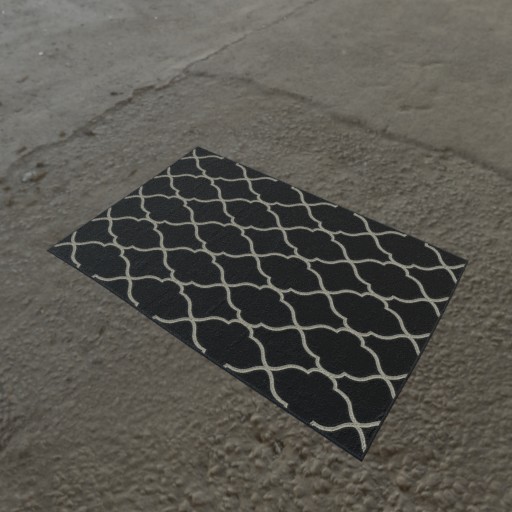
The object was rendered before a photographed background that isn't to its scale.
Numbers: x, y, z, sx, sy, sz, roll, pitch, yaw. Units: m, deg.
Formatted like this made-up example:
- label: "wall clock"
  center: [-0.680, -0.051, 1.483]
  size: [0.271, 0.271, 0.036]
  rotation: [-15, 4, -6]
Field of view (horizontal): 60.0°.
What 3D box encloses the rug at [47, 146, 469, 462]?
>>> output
- label: "rug"
  center: [0.000, 0.000, 2.869]
  size: [2.290, 0.014, 1.526]
  rotation: [27, 52, 24]
